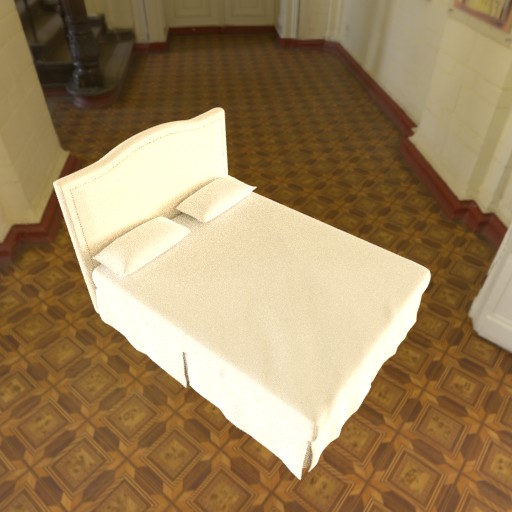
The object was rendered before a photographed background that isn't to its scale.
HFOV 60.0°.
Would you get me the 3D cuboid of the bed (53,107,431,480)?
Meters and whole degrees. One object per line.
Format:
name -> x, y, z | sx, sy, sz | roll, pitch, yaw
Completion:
bed -> 0.000, 0.000, 3.448 | 2.282, 1.436, 1.821 | 27, 48, 28
